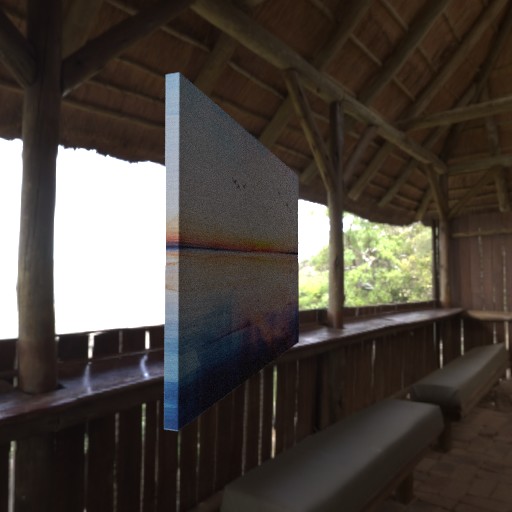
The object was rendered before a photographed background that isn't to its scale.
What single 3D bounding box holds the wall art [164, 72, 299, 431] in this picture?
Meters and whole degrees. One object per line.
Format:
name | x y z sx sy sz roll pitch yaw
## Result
wall art | 0.000 0.000 1.478 0.034 0.756 1.137 0 -1 18
